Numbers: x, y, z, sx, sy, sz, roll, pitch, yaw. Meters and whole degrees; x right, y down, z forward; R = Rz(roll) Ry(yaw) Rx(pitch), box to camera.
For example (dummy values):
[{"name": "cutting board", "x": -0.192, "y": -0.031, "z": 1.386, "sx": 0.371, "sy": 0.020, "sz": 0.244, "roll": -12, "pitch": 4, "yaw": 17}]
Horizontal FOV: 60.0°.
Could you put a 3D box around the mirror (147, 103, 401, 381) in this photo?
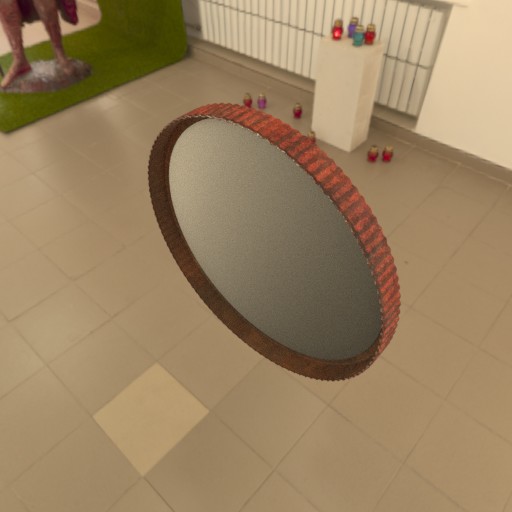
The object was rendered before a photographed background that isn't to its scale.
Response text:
[{"name": "mirror", "x": 0.000, "y": 0.000, "z": 0.903, "sx": 0.609, "sy": 0.609, "sz": 0.056, "roll": 33, "pitch": 54, "yaw": 28}]
